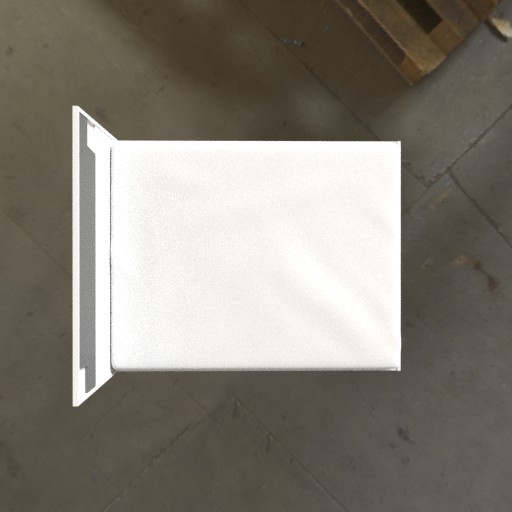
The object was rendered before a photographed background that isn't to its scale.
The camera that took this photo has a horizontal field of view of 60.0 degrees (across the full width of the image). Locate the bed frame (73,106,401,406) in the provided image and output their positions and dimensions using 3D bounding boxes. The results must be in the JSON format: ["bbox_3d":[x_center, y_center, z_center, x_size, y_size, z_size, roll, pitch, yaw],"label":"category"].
[{"bbox_3d":[0.000,0.000,3.037,2.100,1.001,1.711,0,90,-1],"label":"bed frame"}]
